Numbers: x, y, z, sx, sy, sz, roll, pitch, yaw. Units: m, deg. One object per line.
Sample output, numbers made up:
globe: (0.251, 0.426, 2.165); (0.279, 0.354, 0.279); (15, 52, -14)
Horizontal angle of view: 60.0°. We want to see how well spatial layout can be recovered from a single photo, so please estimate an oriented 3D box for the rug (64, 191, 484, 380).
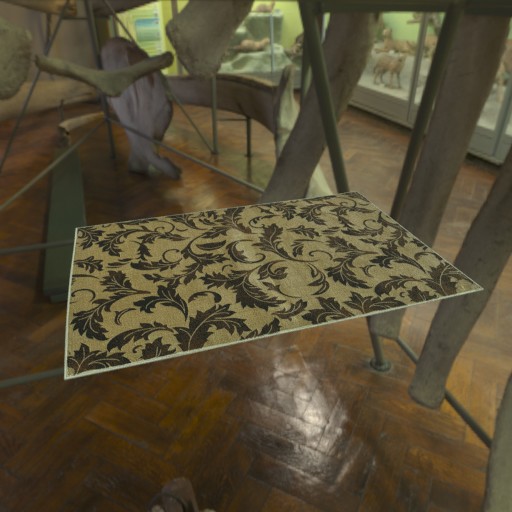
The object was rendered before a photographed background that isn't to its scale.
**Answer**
rug: (0.000, 0.000, 2.873); (2.284, 0.008, 1.522); (-9, 32, -15)
